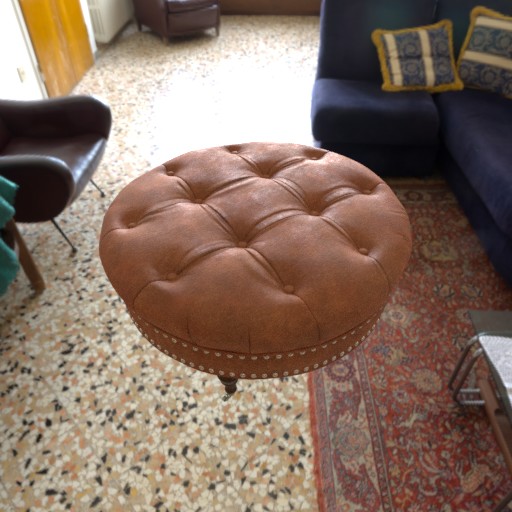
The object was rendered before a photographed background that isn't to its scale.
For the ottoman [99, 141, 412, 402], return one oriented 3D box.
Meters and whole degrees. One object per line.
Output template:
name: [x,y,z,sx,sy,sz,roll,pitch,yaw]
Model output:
ottoman: [0.000,0.000,1.412,0.901,0.444,0.901,0,41,0]
